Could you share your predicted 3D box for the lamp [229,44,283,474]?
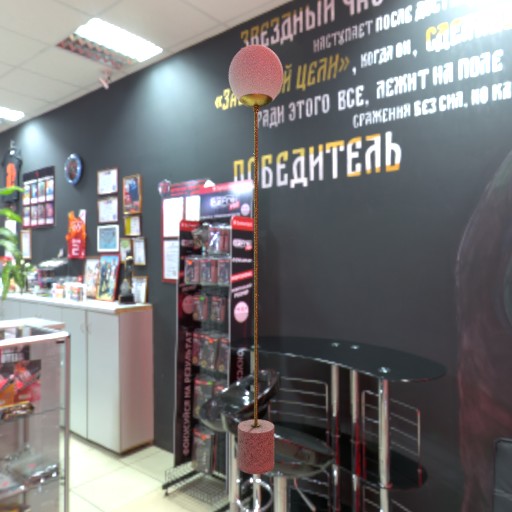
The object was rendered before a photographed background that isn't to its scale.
[{"bbox_3d":[0.000,0.000,1.853,0.229,1.748,0.229,0,0,-18],"label":"lamp"}]
